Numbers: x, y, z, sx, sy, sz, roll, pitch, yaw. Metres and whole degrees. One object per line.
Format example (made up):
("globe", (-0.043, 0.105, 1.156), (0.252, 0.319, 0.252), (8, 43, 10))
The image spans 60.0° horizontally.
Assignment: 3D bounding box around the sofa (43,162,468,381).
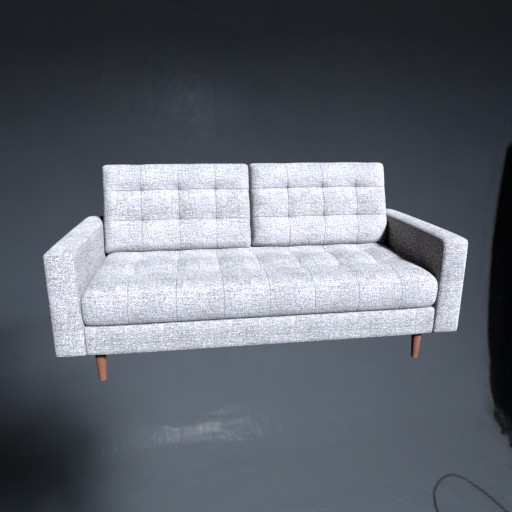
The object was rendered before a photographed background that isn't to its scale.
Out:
("sofa", (0.000, 0.000, 2.295), (1.821, 0.902, 0.863), (-2, 16, -8))
